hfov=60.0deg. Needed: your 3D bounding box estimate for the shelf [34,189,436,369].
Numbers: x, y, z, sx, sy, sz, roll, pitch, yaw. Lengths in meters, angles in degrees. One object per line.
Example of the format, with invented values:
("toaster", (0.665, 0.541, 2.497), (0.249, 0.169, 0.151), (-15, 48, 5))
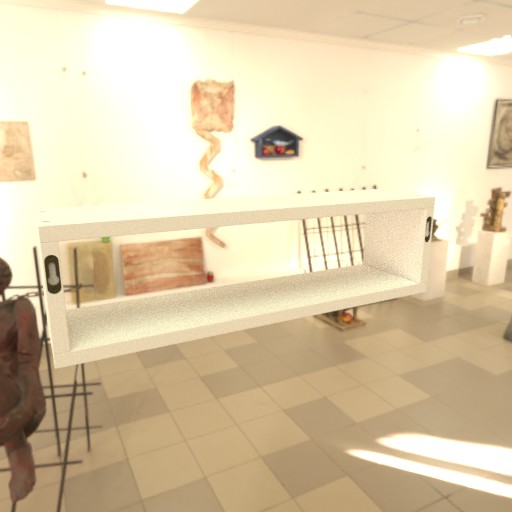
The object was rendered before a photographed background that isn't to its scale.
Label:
("shelf", (0.000, 0.000, 0.701), (0.610, 0.170, 0.150), (-7, 16, -27))
